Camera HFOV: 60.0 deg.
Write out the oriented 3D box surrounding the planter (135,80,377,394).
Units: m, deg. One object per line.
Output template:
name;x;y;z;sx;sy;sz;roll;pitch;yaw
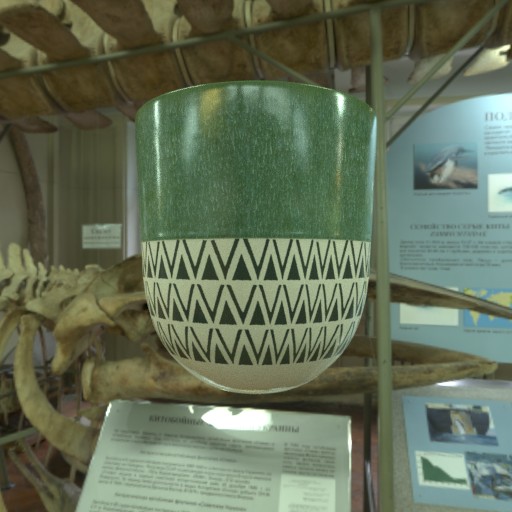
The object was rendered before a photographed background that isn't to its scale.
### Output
planter;0.000;0.000;0.368;0.195;0.214;0.195;0;-1;0
